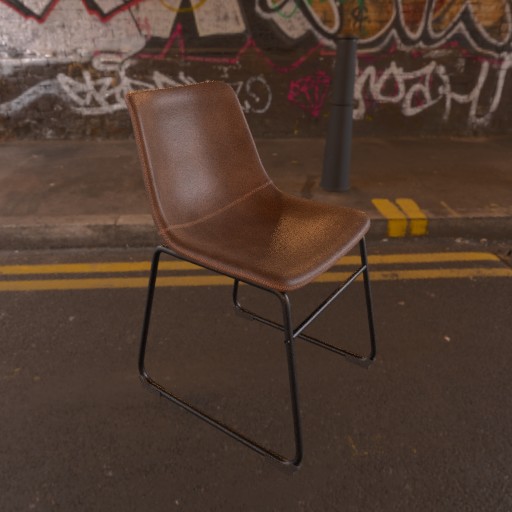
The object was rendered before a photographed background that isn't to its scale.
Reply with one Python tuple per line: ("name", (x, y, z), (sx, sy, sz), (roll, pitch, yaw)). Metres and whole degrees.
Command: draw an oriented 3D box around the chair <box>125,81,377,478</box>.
("chair", (0.000, 0.000, 1.122), (0.551, 0.780, 0.460), (18, 32, 31))
